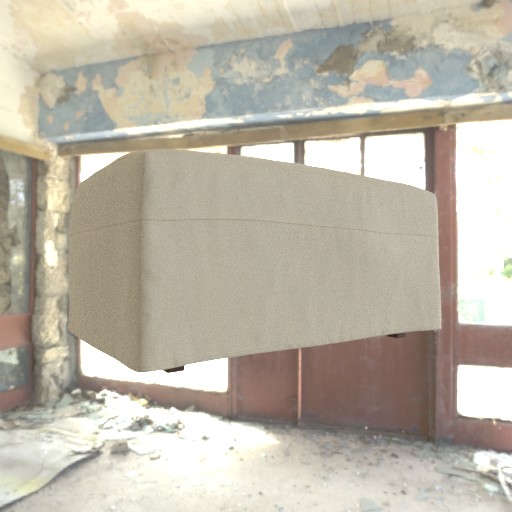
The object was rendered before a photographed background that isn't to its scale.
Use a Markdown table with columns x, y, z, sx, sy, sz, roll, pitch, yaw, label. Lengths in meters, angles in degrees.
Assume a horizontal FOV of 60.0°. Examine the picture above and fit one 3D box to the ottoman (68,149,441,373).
| x | y | z | sx | sy | sz | roll | pitch | yaw | label |
| --- | --- | --- | --- | --- | --- | --- | --- | --- | --- |
| 0.000 | 0.000 | 1.199 | 0.872 | 0.444 | 0.590 | 0 | -1 | -34 | ottoman |
